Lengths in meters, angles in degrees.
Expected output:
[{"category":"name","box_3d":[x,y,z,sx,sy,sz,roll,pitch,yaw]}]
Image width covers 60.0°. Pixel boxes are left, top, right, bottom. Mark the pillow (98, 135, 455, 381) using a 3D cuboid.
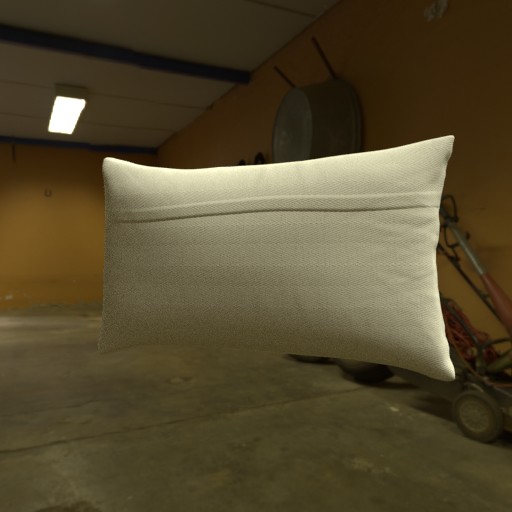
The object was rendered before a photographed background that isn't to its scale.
[{"category":"pillow","box_3d":[0.000,0.000,0.613,0.506,0.305,0.139,0,-1,17]}]
